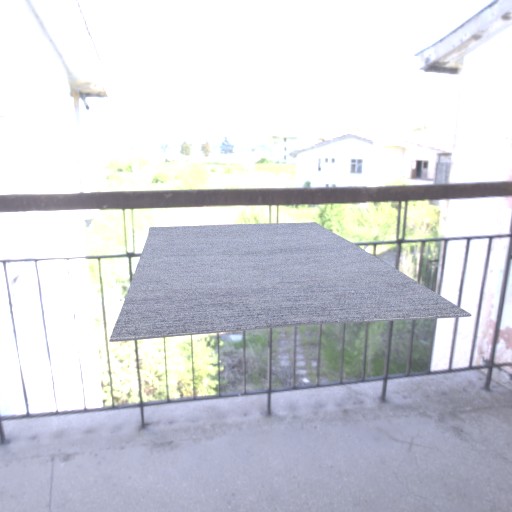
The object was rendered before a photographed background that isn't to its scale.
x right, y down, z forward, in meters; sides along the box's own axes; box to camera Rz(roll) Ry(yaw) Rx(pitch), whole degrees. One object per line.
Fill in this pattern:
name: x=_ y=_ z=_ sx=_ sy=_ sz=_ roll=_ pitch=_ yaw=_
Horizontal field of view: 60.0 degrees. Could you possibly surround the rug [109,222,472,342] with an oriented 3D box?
rug: x=0.000 y=0.000 z=2.221 sx=1.159 sy=0.021 sz=1.789 roll=-2 pitch=15 yaw=-9
